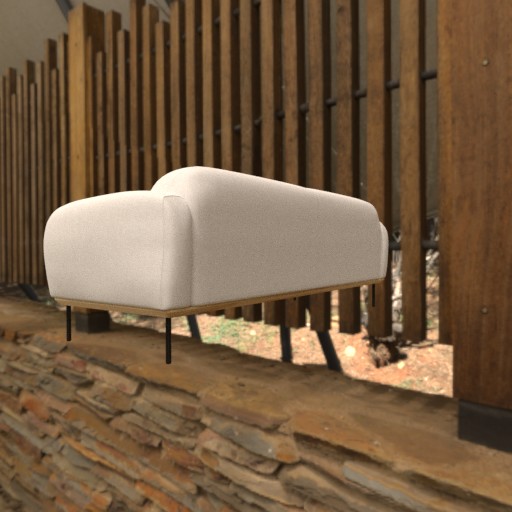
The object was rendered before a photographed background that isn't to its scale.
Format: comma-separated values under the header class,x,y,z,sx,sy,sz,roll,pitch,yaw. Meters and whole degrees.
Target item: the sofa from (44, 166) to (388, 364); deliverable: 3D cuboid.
class,x,y,z,sx,sy,sz,roll,pitch,yaw
sofa,0.000,0.000,2.680,0.880,0.780,2.257,1,1,37
